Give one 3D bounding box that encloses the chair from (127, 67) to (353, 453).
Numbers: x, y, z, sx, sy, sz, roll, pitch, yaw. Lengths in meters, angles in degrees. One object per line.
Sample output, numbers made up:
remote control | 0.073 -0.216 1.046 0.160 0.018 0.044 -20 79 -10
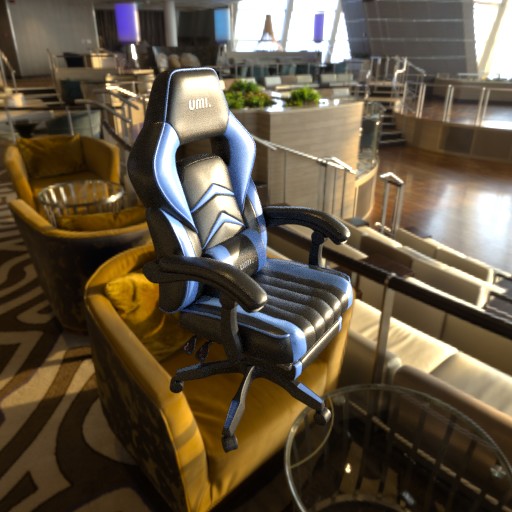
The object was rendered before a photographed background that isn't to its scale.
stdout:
chair | 0.000 0.000 1.653 0.700 1.280 0.700 17 30 31
